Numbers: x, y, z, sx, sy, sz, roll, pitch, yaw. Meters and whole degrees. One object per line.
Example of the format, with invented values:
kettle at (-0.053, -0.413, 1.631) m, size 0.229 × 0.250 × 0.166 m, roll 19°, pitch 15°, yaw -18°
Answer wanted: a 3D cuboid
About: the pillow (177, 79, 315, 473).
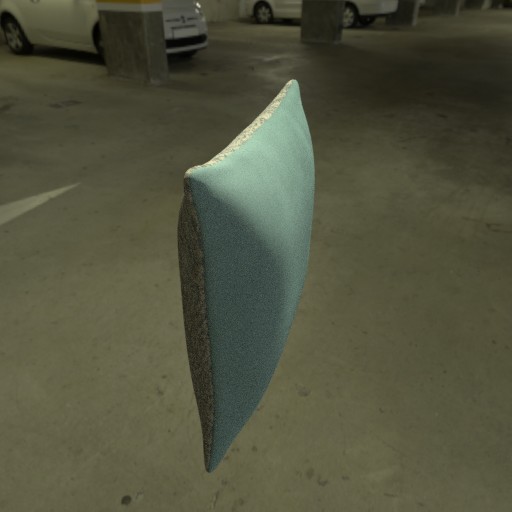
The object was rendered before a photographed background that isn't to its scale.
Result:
pillow at (0.000, 0.000, 0.786) m, size 0.166 × 0.507 × 0.526 m, roll 8°, pitch 33°, yaw 13°
